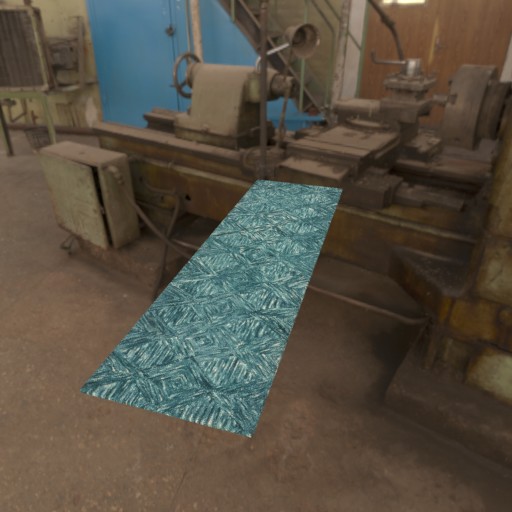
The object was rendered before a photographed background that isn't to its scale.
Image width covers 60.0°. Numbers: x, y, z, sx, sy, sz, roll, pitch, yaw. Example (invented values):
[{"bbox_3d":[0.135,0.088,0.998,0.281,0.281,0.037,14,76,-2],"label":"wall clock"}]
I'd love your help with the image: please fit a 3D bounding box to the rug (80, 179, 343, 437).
[{"bbox_3d":[0.000,0.000,2.506,0.676,0.016,2.286,9,32,15],"label":"rug"}]
